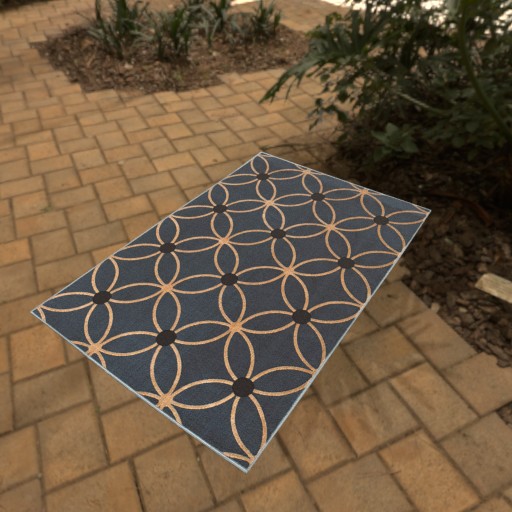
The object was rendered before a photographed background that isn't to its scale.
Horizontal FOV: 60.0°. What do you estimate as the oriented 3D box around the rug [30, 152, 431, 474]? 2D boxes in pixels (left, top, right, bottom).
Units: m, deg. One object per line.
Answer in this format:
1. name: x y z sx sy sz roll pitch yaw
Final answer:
1. rug: 0.000 0.000 2.850 1.522 0.008 2.284 25 47 26
